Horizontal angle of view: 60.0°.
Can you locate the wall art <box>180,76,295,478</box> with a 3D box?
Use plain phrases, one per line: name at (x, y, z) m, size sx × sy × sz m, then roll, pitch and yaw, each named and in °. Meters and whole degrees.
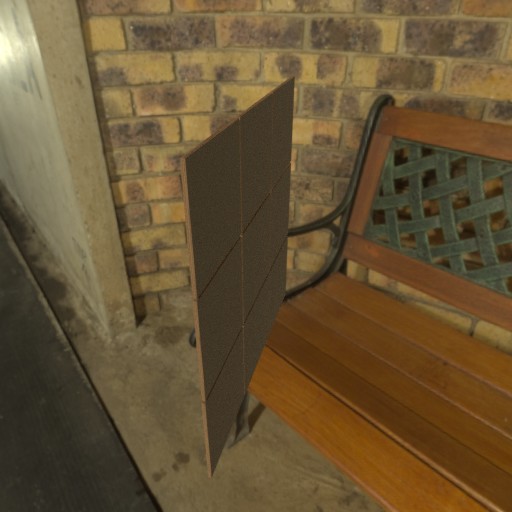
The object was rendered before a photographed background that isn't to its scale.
wall art at (0.000, 0.000, 1.382) m, size 0.010 × 0.917 × 0.919 m, roll 8°, pitch 32°, yaw 14°
